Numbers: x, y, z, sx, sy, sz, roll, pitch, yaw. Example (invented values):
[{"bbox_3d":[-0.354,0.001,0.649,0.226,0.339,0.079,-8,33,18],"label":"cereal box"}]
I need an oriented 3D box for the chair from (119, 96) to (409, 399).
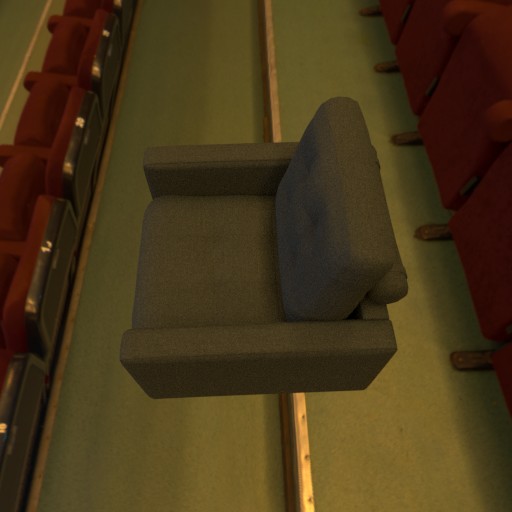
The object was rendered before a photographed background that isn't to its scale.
[{"bbox_3d":[0.000,0.000,1.544,0.843,0.880,0.821,-2,59,-1],"label":"chair"}]
